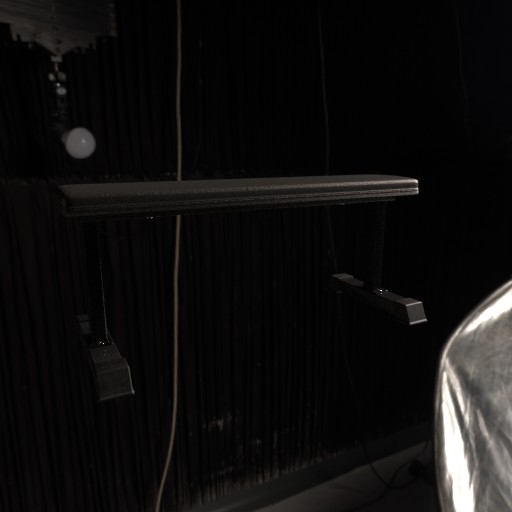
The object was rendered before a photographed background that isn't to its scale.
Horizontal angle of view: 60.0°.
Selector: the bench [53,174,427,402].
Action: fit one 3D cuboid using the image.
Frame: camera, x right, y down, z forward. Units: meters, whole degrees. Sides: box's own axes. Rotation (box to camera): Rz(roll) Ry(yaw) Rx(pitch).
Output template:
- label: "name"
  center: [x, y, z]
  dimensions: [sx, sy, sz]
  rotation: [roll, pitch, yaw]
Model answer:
- label: "bench"
  center: [0.000, 0.000, 1.333]
  dimensions: [1.072, 0.453, 0.439]
  rotation: [-7, 15, -27]
